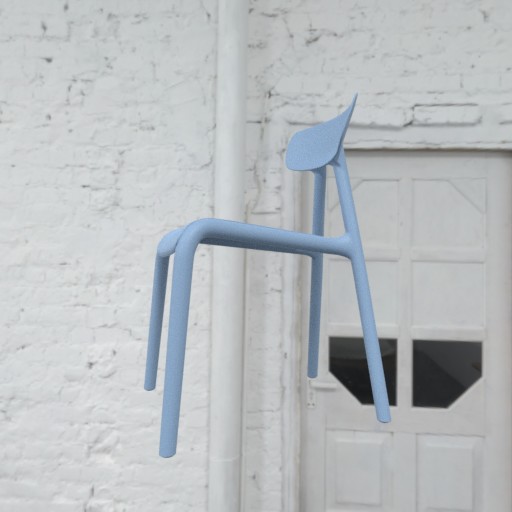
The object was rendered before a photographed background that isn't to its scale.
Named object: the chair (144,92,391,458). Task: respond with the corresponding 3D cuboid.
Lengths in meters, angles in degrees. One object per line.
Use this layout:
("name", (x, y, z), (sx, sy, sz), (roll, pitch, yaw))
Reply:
("chair", (0.000, 0.000, 0.859), (0.401, 0.580, 0.356), (0, 0, -18))
